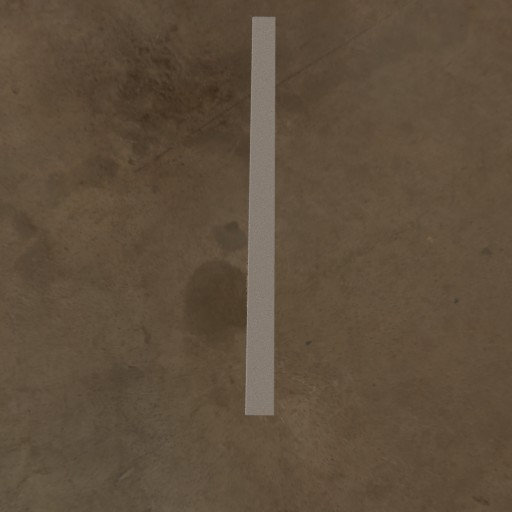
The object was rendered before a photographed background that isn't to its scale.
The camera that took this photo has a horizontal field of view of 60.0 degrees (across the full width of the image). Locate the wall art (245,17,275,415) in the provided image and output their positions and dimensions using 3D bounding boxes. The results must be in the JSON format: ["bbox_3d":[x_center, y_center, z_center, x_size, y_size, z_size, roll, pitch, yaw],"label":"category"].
[{"bbox_3d":[0.000,0.000,1.017,0.055,0.763,0.611,1,76,0],"label":"wall art"}]
